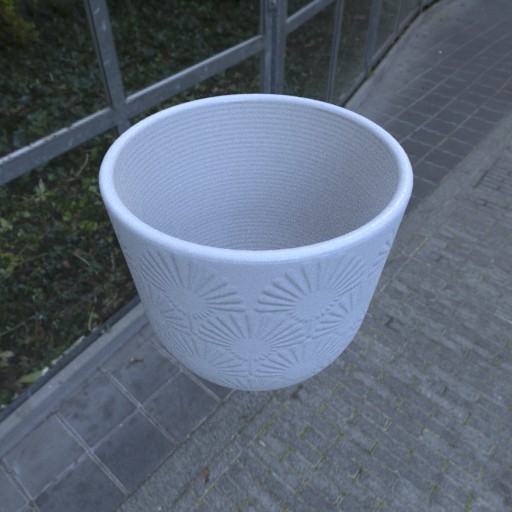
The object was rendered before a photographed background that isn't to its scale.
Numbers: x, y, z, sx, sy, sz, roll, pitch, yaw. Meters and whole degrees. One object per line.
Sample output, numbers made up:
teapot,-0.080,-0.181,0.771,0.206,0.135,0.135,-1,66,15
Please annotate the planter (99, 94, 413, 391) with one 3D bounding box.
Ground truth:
planter,0.000,0.000,0.297,0.170,0.152,0.170,0,43,0
